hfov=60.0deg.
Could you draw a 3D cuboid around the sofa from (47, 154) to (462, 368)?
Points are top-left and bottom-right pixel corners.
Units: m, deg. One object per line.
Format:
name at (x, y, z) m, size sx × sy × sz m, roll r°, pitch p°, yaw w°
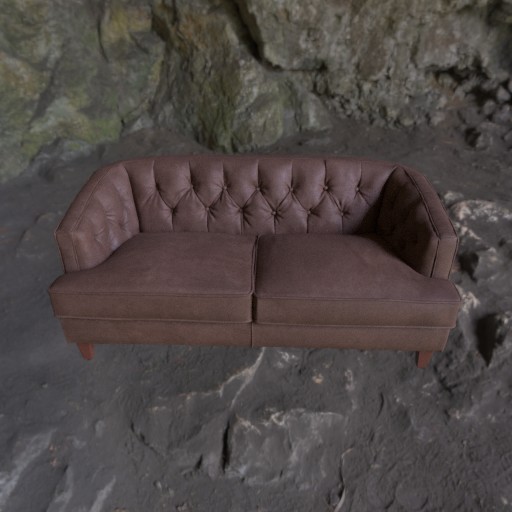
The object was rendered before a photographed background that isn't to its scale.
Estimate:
sofa at (0.000, 0.000, 2.245) m, size 1.767 × 0.799 × 0.917 m, roll 1°, pitch 29°, yaw 2°
